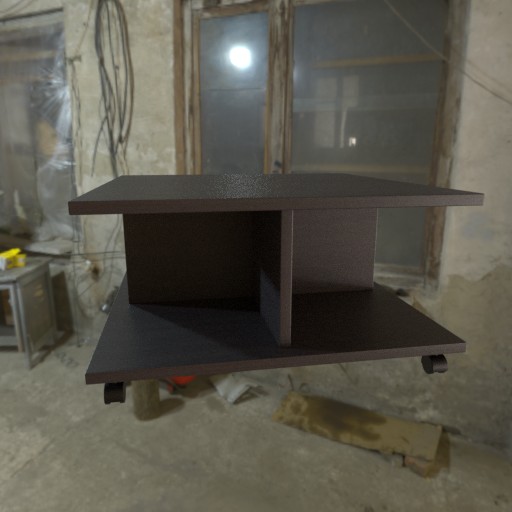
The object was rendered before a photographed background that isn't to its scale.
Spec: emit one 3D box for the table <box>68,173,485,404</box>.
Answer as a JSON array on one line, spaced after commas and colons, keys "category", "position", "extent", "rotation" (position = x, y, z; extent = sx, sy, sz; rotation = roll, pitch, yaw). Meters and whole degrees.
[{"category": "table", "position": [0.000, 0.000, 1.200], "extent": [0.762, 0.396, 0.762], "rotation": [-2, 14, -10]}]
